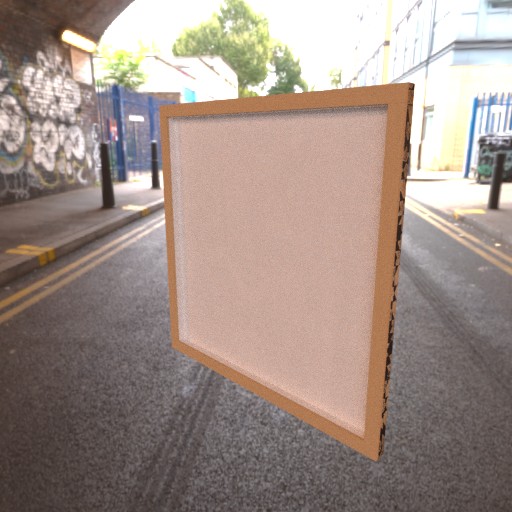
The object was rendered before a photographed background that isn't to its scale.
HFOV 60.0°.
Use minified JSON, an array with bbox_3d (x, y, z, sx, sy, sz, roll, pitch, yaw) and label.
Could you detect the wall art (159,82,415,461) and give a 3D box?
[{"bbox_3d":[0.000,0.000,1.346,0.038,0.914,0.914,-14,20,-43],"label":"wall art"}]
